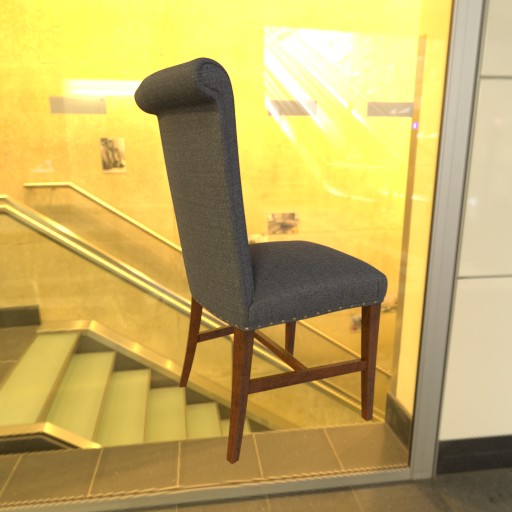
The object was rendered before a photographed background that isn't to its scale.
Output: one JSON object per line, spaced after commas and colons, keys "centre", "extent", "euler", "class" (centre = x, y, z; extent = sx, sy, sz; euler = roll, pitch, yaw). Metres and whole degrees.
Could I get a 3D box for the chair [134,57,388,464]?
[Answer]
{"centre": [0.000, 0.000, 1.325], "extent": [0.608, 0.988, 0.513], "euler": [-7, 15, -26], "class": "chair"}
